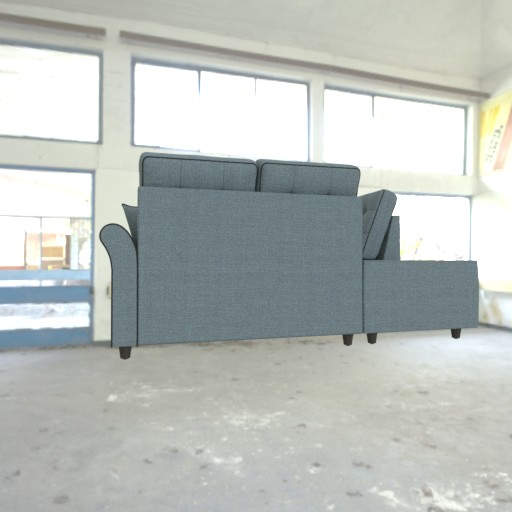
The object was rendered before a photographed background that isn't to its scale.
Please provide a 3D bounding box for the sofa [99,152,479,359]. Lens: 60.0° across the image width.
[{"bbox_3d":[0.000,0.000,3.243,2.070,0.988,2.068,0,-1,-17],"label":"sofa"}]
